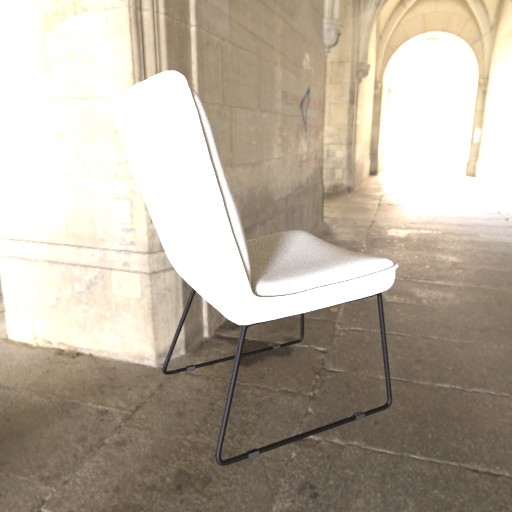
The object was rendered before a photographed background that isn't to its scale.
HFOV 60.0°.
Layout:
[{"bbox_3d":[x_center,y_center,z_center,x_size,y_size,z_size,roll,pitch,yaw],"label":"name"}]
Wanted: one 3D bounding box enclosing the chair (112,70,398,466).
[{"bbox_3d":[0.000,0.000,1.307,0.688,0.930,0.515,-8,17,-26],"label":"chair"}]
